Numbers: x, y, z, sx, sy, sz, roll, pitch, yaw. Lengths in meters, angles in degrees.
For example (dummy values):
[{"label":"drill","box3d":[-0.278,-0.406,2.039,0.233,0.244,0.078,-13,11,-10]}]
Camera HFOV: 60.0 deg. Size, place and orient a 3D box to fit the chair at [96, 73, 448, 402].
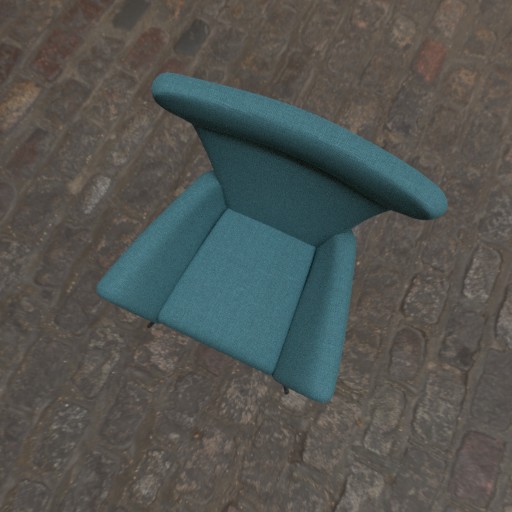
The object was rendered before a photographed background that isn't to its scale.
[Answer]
[{"label":"chair","box3d":[0.000,0.000,1.794,1.050,0.980,0.900,24,77,6]}]
